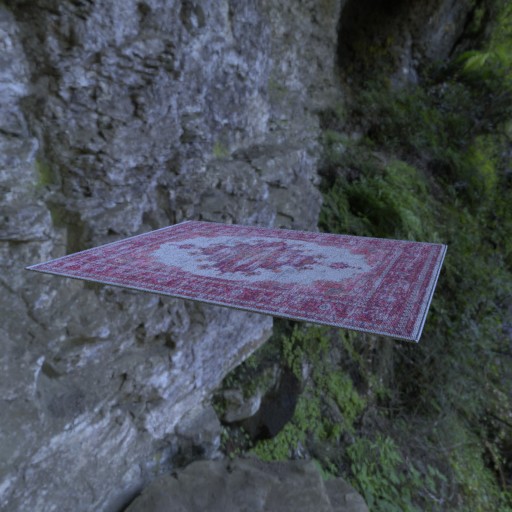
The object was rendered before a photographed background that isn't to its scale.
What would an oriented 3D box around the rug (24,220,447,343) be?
[{"bbox_3d":[0.000,0.000,4.089,3.123,0.017,2.447,7,17,25],"label":"rug"}]
